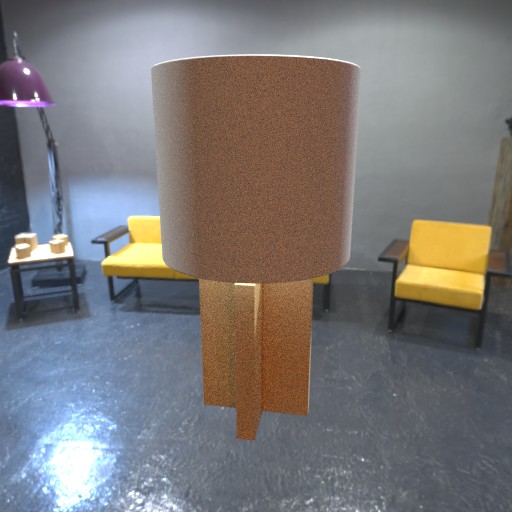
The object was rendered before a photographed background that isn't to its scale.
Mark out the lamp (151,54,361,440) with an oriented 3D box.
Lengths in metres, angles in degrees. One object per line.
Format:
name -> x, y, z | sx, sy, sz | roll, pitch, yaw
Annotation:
lamp -> 0.000, 0.000, 0.552 | 0.229, 0.428, 0.229 | 3, 16, 10
